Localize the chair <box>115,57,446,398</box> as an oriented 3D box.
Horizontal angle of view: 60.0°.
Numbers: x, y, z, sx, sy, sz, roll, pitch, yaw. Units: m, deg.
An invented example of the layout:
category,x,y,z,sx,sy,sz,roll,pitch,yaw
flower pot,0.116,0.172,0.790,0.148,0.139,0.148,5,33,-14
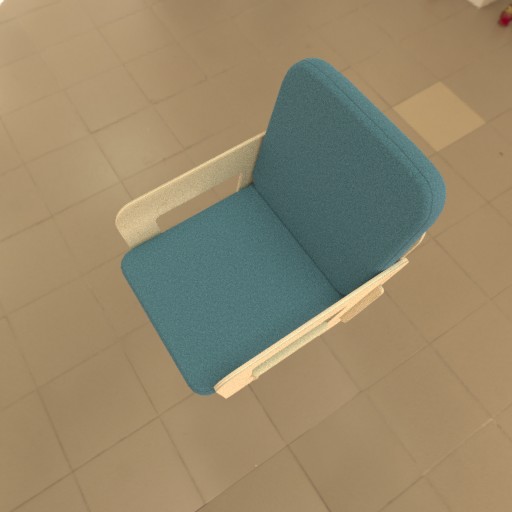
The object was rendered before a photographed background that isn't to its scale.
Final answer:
category,x,y,z,sx,sy,sz,roll,pitch,yaw
chair,0.000,0.000,1.209,0.657,0.747,0.547,-31,69,-14
